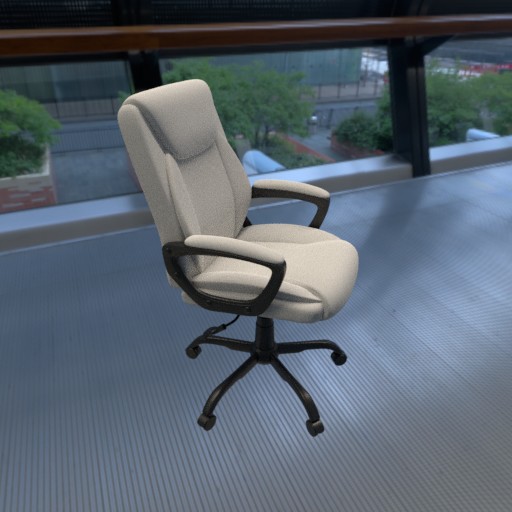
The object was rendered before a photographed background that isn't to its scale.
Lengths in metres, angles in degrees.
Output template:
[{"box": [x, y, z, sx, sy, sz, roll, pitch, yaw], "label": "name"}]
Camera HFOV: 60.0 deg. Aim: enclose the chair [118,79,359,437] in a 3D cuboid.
[{"box": [0.000, 0.000, 1.496, 0.669, 1.065, 0.663, 11, 31, 19], "label": "chair"}]
